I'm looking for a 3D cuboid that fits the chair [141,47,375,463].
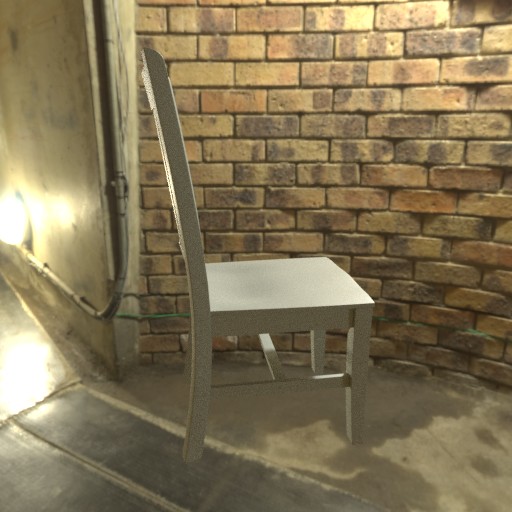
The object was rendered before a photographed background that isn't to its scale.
[{"bbox_3d":[0.000,0.000,1.247,0.555,0.998,0.450,-3,17,-9],"label":"chair"}]
